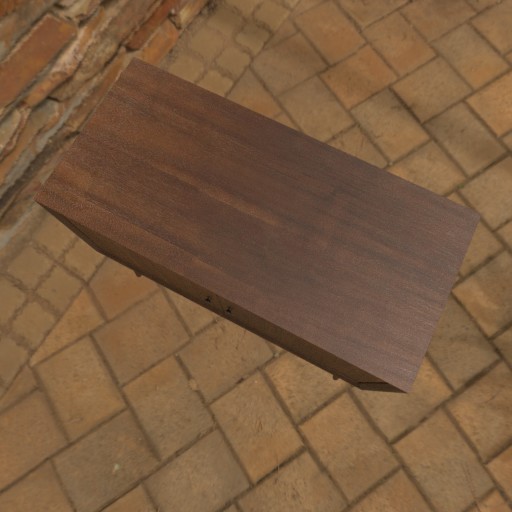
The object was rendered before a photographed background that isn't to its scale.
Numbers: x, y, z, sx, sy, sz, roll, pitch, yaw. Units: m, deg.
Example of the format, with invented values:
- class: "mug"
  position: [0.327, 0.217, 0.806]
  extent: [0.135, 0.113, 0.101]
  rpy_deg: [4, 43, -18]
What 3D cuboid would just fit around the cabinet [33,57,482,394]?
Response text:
- class: "cabinet"
  position: [0.000, 0.000, 1.126]
  extent: [0.743, 0.654, 0.354]
  rpy_deg: [26, 76, 7]
